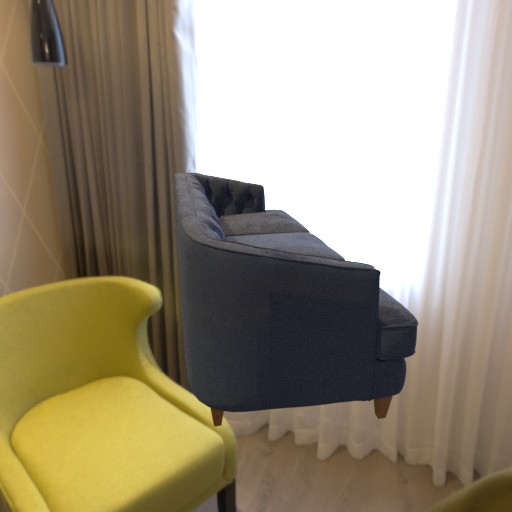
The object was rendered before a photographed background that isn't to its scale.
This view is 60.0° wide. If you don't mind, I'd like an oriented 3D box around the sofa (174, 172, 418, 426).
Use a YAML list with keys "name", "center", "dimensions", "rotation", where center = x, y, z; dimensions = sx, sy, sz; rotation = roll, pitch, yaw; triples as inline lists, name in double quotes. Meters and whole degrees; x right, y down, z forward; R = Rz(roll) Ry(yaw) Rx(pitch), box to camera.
- name: "sofa"
  center: [0.000, 0.000, 2.731]
  dimensions: [0.941, 0.855, 2.278]
  rotation: [-3, 18, -10]
